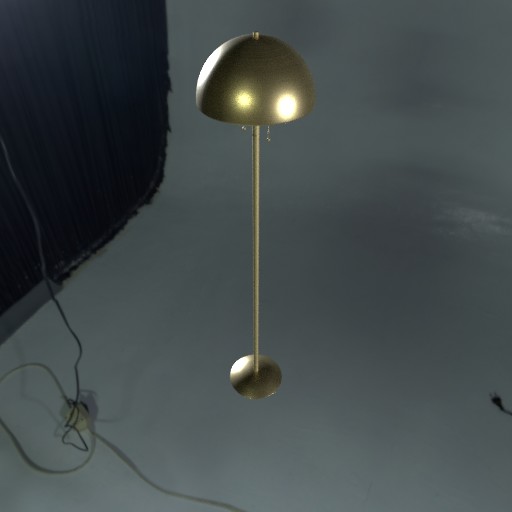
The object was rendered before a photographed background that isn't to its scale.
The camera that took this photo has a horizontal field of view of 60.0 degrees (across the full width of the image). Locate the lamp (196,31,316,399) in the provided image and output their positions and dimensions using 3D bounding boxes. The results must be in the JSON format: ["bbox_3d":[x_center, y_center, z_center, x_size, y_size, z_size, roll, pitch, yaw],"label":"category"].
[{"bbox_3d":[0.000,0.000,1.592,0.328,1.480,0.328,13,42,15],"label":"lamp"}]
